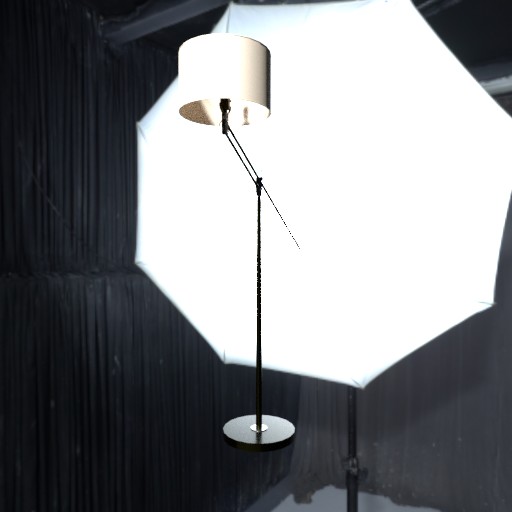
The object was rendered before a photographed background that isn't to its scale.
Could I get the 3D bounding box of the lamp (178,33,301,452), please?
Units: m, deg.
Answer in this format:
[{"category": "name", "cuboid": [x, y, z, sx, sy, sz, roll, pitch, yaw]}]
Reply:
[{"category": "lamp", "cuboid": [0.000, 0.000, 1.982, 0.373, 1.635, 0.809, 0, 1, 35]}]
